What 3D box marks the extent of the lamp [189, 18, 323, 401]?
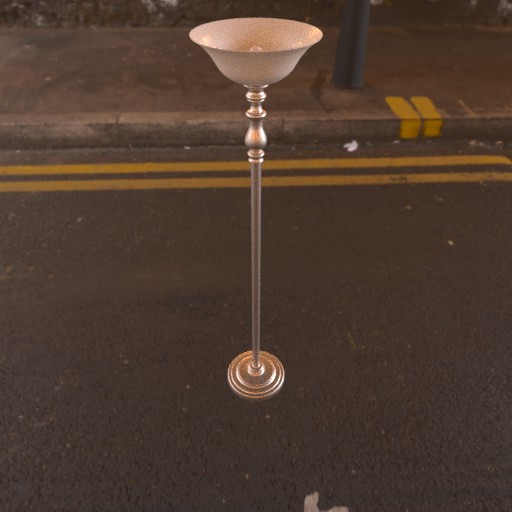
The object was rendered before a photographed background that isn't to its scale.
[{"bbox_3d":[0.000,0.000,1.918,0.405,1.771,0.405,25,46,27],"label":"lamp"}]
